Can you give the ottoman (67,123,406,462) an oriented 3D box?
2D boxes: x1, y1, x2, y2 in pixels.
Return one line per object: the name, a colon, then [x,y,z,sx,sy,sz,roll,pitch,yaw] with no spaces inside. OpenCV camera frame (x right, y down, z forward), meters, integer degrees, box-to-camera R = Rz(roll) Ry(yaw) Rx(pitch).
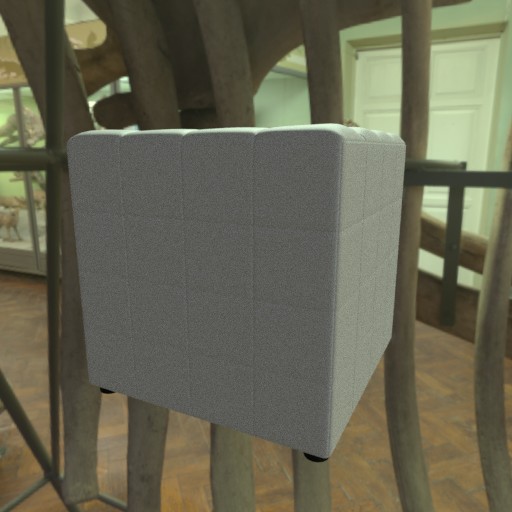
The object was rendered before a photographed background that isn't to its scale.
ottoman: [0.000,0.000,0.793,0.425,0.432,0.425,7,15,26]
